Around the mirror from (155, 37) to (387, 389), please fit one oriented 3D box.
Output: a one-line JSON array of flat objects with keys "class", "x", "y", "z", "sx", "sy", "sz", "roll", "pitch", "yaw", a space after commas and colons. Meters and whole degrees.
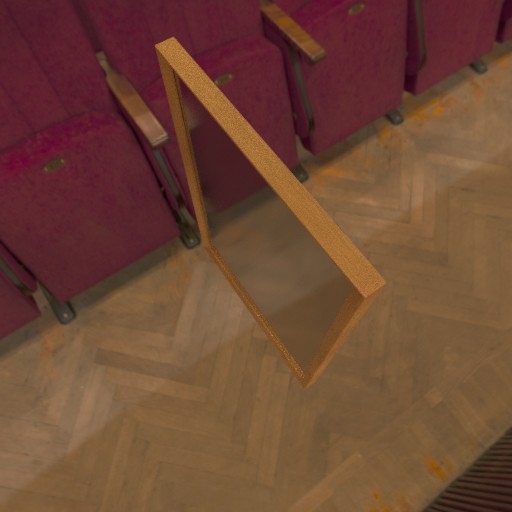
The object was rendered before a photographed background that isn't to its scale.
[{"class": "mirror", "x": 0.000, "y": 0.000, "z": 0.931, "sx": 0.039, "sy": 0.710, "sz": 0.507, "roll": -32, "pitch": 69, "yaw": -14}]
